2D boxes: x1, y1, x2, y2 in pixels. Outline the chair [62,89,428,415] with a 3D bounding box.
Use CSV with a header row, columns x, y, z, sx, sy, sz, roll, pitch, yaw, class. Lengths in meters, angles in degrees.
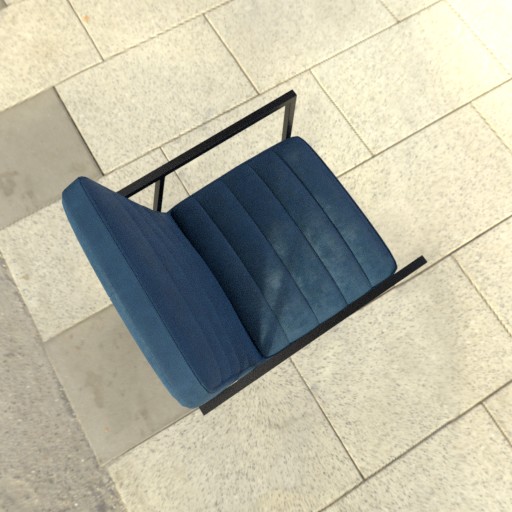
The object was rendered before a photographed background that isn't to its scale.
x,y,z,sx,sy,sz,roll,pitch,yaw,class
0.000,0.000,1.275,0.677,0.833,0.571,-32,78,-8,chair
